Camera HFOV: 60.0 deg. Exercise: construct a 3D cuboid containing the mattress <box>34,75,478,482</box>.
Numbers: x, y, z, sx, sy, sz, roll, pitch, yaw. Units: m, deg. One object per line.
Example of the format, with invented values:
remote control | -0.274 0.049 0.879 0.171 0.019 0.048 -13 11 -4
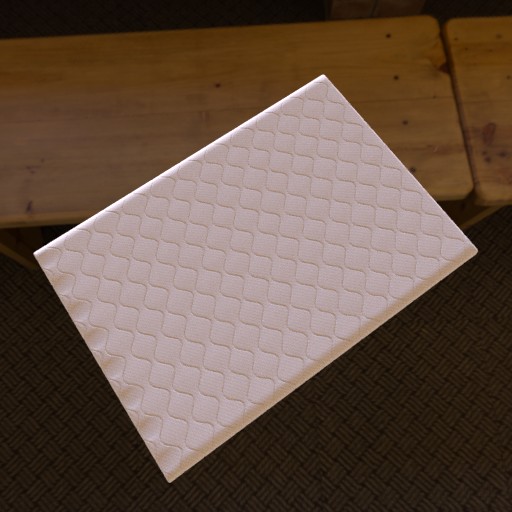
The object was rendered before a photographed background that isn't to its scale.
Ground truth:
mattress | 0.000 0.000 2.480 2.000 0.200 1.400 -34 77 -9
